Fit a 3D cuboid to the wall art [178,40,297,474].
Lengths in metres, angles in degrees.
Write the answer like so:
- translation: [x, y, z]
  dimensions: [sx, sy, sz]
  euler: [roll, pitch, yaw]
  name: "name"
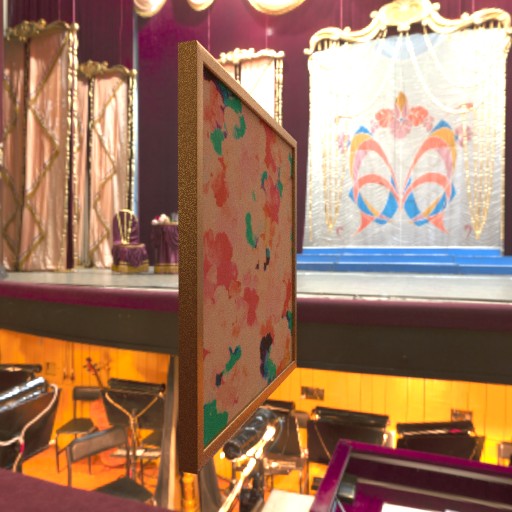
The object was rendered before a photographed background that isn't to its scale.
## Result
- translation: [0.000, 0.000, 1.149]
  dimensions: [0.036, 0.765, 0.767]
  euler: [0, 1, 18]
  name: "wall art"
